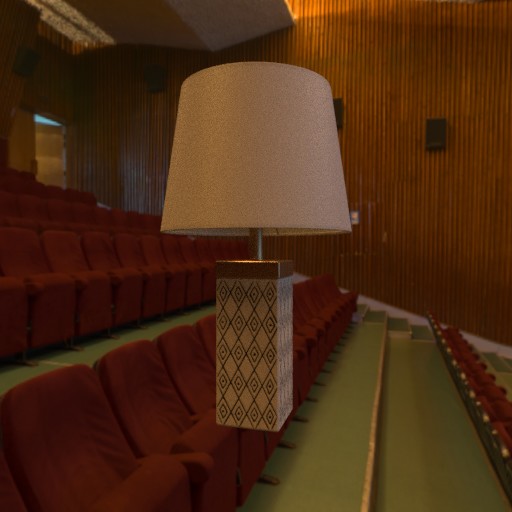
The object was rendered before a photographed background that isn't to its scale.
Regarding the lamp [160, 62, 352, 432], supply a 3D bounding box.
[{"bbox_3d":[0.000,0.000,0.596,0.251,0.435,0.251,0,1,0],"label":"lamp"}]
